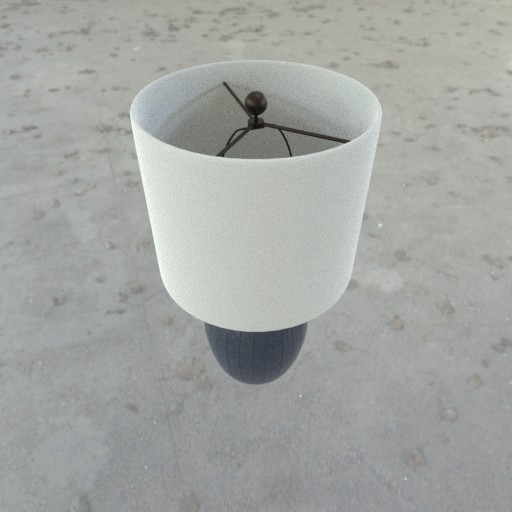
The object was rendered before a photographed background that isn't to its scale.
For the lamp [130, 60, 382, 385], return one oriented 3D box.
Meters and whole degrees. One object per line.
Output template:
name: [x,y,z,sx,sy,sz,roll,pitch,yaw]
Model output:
lamp: [0.000,0.000,0.767,0.329,0.570,0.329,-13,43,-14]
